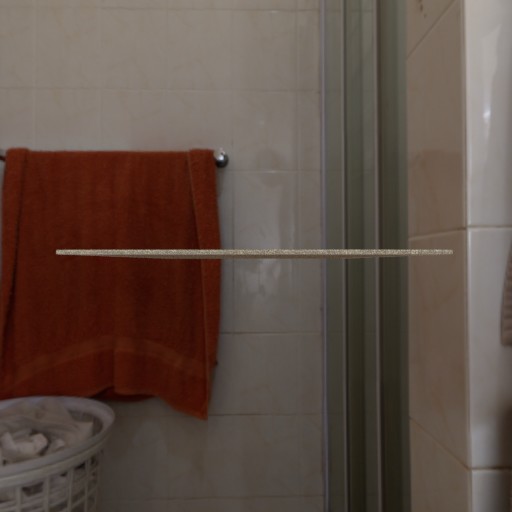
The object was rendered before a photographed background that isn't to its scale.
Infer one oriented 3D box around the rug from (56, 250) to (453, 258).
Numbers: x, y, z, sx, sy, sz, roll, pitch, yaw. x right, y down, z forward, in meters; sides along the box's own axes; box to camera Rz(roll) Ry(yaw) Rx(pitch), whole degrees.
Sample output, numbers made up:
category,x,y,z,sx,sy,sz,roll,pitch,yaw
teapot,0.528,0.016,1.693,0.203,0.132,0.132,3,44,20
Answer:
category,x,y,z,sx,sy,sz,roll,pitch,yaw
rug,0.000,0.000,2.840,1.532,0.018,2.297,0,-1,1
